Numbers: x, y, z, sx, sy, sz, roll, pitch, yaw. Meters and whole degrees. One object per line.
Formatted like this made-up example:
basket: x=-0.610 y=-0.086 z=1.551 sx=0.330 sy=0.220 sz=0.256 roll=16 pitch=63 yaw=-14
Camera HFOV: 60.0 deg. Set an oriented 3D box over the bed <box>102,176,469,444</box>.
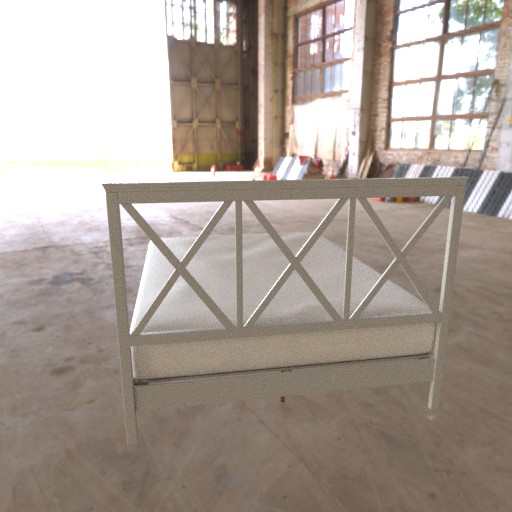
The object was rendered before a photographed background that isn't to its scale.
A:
bed: x=0.000 y=0.000 z=3.135 sx=1.673 sy=1.253 sz=2.135 roll=-3 pitch=15 yaw=-10
